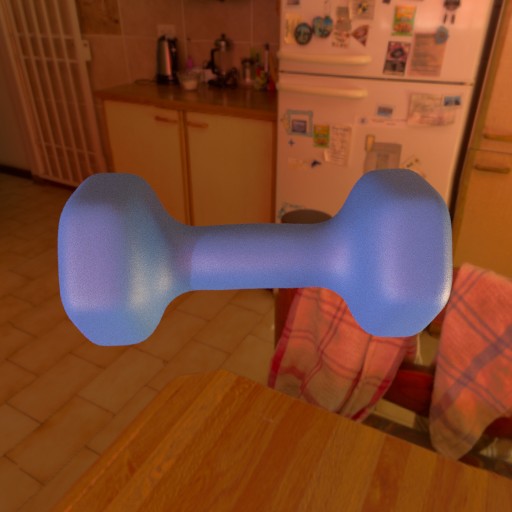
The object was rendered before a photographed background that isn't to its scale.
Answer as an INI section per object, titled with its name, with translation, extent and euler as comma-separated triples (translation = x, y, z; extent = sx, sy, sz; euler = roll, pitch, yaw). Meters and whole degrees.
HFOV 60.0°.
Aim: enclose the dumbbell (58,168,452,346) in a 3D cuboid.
[dumbbell]
translation = 0.000, 0.000, 0.263
extent = 0.212, 0.093, 0.103
euler = -1, 30, -2
